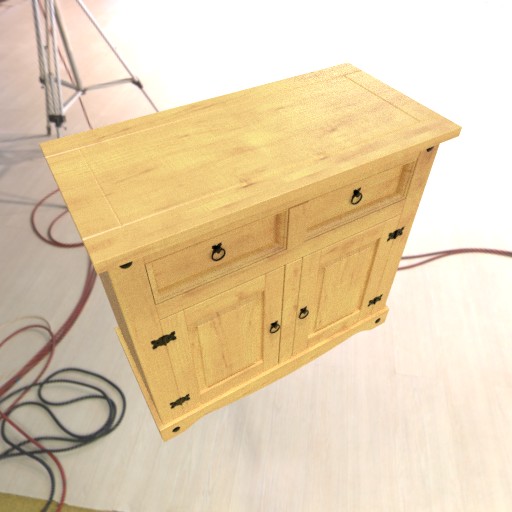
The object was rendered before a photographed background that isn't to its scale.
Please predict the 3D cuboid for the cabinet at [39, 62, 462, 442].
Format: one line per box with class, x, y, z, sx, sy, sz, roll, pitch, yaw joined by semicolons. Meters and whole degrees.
cabinet;0.000;0.000;1.370;0.920;0.840;0.450;-23;50;-21
